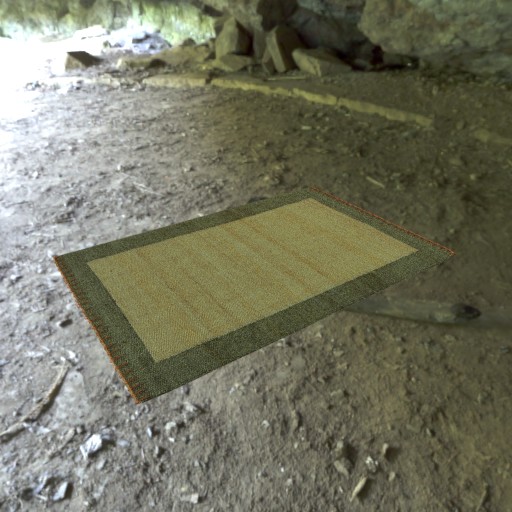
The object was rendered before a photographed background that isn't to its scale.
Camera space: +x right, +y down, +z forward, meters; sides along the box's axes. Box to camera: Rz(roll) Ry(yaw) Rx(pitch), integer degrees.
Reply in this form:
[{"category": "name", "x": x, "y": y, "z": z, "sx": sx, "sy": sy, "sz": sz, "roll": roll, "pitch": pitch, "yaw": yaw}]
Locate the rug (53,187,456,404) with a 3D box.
[{"category": "rug", "x": 0.000, "y": 0.000, "z": 2.382, "sx": 1.838, "sy": 0.019, "sz": 1.220, "roll": -19, "pitch": 35, "yaw": -29}]
